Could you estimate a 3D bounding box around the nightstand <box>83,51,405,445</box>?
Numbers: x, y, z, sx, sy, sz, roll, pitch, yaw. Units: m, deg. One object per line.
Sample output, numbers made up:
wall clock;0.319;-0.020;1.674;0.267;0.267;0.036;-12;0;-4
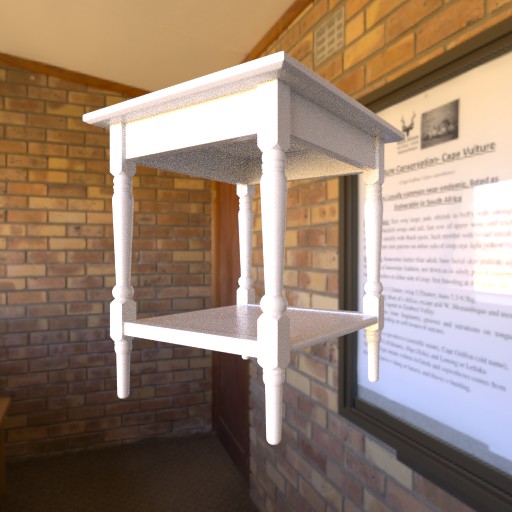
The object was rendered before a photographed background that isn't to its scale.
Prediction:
nightstand;0.000;0.000;0.924;0.459;0.555;0.505;0;0;36
